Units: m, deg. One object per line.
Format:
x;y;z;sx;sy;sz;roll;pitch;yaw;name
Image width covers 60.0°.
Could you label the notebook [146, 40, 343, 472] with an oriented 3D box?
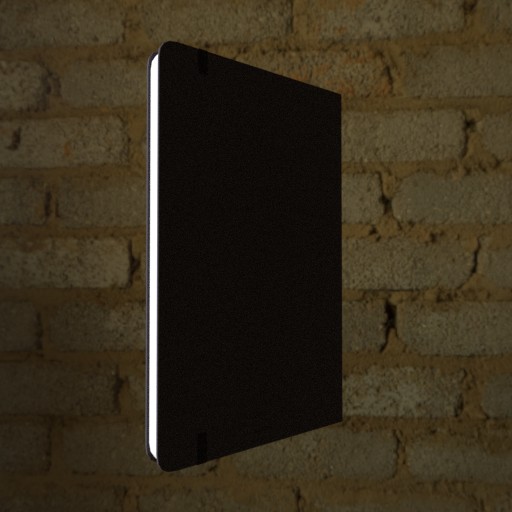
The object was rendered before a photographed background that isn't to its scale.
0.000;0.000;0.256;0.127;0.213;0.016;1;-1;-36;notebook
